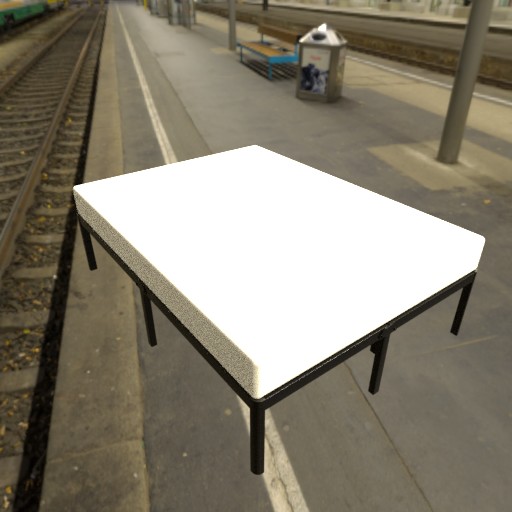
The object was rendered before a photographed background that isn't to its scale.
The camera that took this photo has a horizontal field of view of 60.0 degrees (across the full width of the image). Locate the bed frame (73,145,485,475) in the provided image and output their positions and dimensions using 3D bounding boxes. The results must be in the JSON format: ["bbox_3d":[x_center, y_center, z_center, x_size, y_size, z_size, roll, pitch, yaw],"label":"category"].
[{"bbox_3d":[0.000,0.000,2.813,1.557,0.659,2.072,-21,37,-31],"label":"bed frame"}]
